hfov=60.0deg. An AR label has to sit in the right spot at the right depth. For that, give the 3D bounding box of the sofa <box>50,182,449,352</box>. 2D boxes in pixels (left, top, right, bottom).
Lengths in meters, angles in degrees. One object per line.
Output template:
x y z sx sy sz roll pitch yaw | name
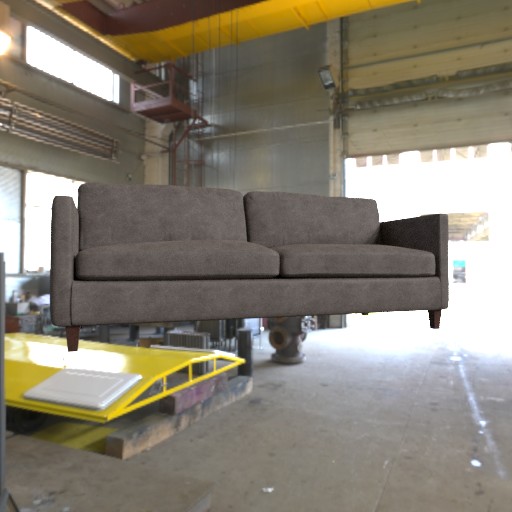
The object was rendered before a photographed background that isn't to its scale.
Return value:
0.000 0.000 2.949 2.434 0.965 0.951 0 -1 -20 | sofa
